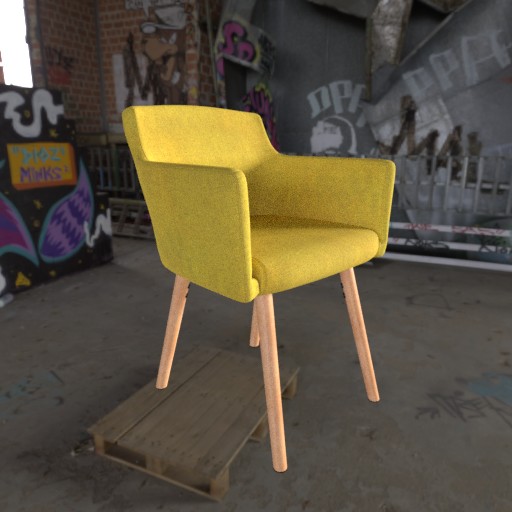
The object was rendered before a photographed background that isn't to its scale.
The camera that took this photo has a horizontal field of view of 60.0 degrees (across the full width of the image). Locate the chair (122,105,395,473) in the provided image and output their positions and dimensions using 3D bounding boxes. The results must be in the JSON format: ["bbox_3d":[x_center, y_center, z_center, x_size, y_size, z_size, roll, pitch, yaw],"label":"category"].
[{"bbox_3d":[0.000,0.000,1.174,0.570,0.780,0.570,-14,20,-43],"label":"chair"}]
